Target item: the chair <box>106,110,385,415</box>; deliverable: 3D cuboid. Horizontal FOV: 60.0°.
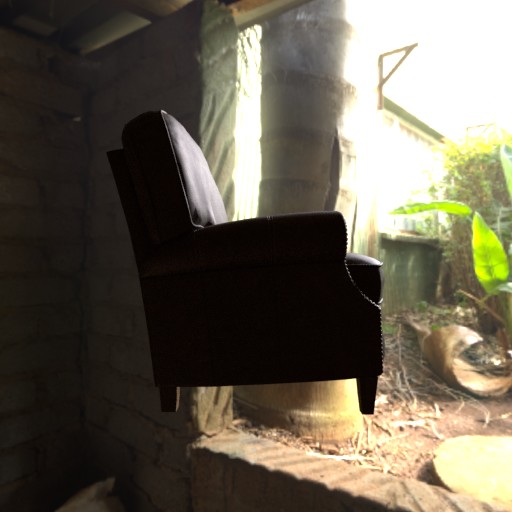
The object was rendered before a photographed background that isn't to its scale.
[{"bbox_3d":[0.000,0.000,1.789,0.986,1.018,0.936,0,0,0],"label":"chair"}]
